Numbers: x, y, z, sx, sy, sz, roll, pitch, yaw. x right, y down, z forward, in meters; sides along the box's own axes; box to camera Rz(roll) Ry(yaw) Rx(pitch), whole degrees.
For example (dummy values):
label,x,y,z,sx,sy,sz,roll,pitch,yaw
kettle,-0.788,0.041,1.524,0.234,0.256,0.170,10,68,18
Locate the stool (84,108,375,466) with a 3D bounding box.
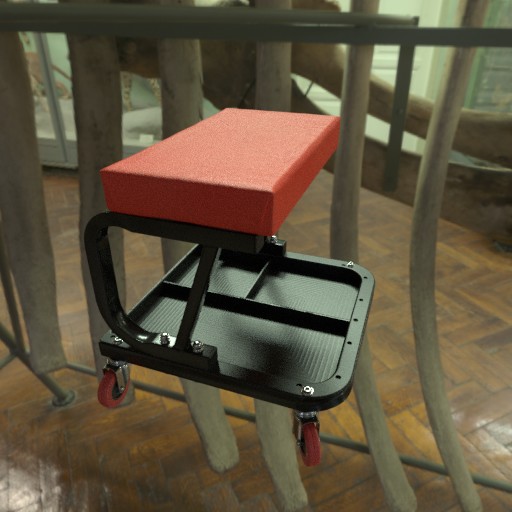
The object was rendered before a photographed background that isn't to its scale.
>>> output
label,x,y,z,sx,sy,sz,roll,pitch,yaw
stool,0.000,0.000,0.711,0.371,0.380,0.446,10,31,17
